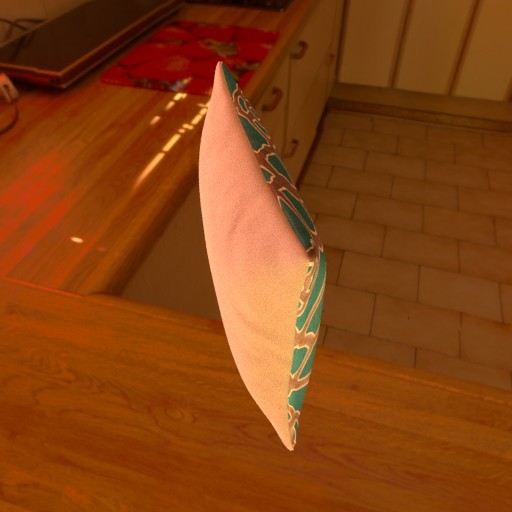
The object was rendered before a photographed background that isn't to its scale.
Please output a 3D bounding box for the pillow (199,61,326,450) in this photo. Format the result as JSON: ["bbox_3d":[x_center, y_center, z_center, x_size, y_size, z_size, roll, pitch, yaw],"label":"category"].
[{"bbox_3d":[0.000,0.000,0.814,0.166,0.507,0.526,-10,46,-9],"label":"pillow"}]
